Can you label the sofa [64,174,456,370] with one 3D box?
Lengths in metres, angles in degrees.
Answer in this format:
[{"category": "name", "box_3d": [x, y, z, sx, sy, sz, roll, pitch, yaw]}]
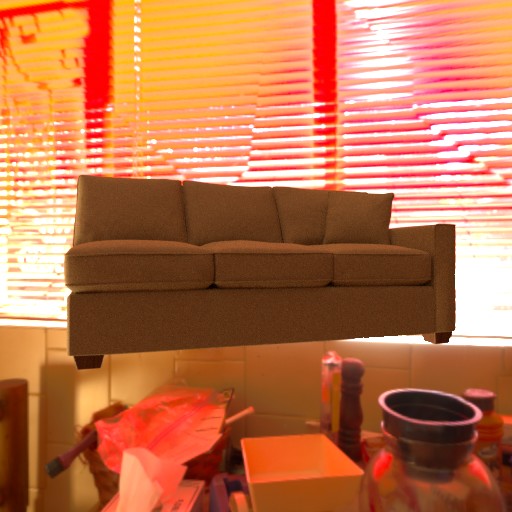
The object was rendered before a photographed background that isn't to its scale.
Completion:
[{"category": "sofa", "box_3d": [0.000, 0.000, 2.530, 1.963, 0.946, 1.034, 0, -1, -18]}]
